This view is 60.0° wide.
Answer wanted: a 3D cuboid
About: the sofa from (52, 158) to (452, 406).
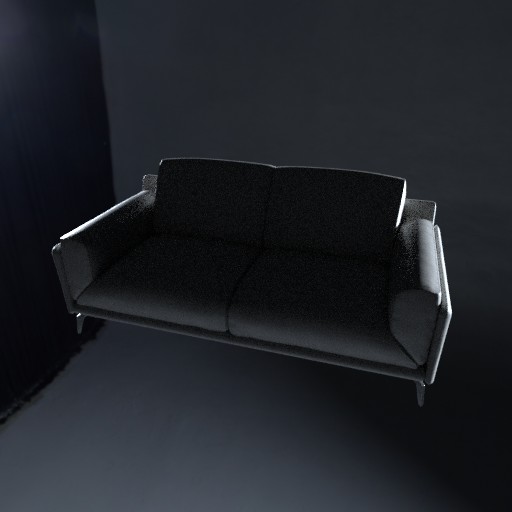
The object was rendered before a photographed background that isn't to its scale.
[{"bbox_3d":[0.000,0.000,2.678,2.101,0.930,1.049,8,27,16],"label":"sofa"}]
